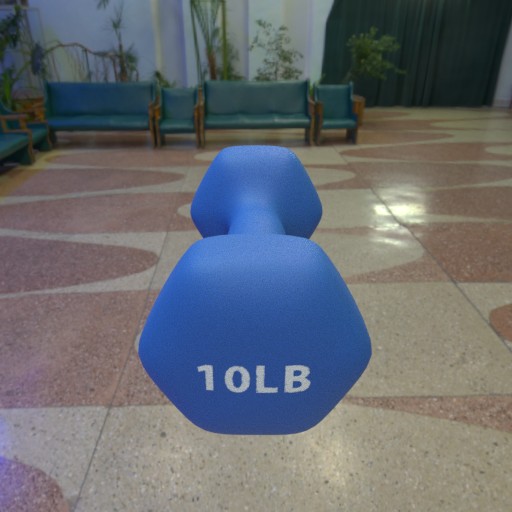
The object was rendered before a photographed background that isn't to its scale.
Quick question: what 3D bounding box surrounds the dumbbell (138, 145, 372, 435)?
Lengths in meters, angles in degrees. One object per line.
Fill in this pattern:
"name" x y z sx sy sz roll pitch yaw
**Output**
"dumbbell" 0.000 0.000 0.270 0.103 0.093 0.212 0 27 1
